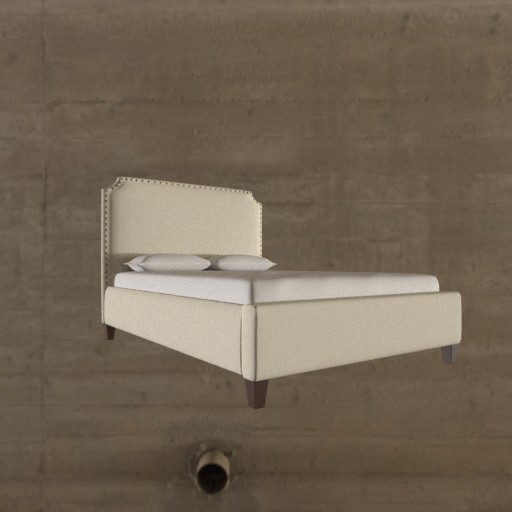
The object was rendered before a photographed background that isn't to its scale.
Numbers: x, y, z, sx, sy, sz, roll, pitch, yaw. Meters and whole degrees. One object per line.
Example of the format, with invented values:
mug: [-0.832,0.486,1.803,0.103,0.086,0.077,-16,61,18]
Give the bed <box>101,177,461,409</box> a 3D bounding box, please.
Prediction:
bed: [0.000,0.000,3.432,1.712,1.443,2.372,1,-1,-35]
